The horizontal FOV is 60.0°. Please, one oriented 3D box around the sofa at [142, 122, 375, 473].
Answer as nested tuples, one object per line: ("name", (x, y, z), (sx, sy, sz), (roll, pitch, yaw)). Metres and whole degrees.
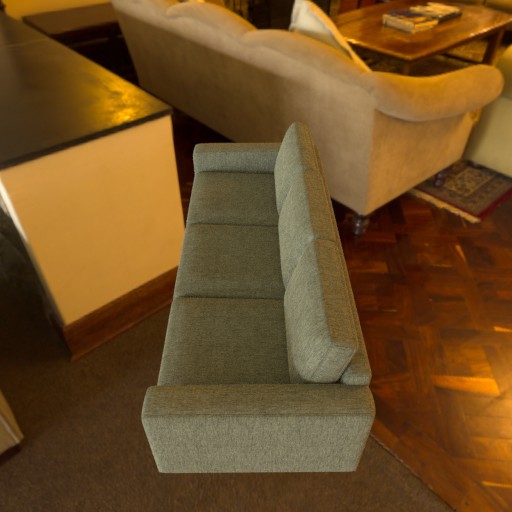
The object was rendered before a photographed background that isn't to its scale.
("sofa", (0.000, 0.000, 2.551), (0.900, 0.800, 2.160), (0, 42, 0))
